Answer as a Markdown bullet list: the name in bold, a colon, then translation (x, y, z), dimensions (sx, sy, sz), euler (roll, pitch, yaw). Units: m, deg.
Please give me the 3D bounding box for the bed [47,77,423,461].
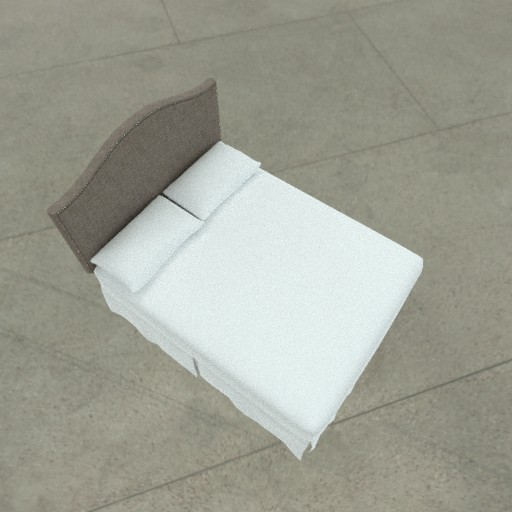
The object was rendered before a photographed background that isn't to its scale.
- **bed**: translation (0.000, 0.000, 3.280), dimensions (2.153, 1.518, 1.713), euler (32, 64, 18)
